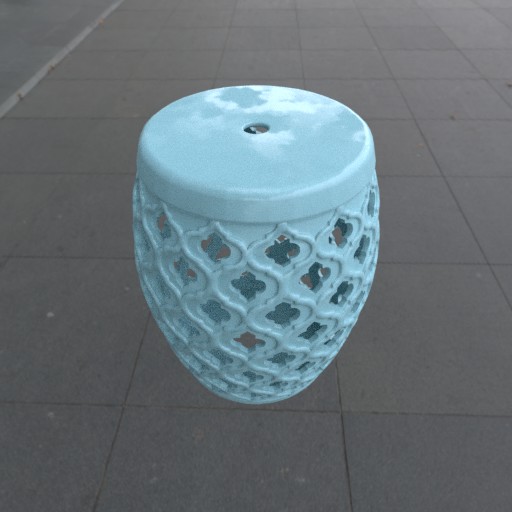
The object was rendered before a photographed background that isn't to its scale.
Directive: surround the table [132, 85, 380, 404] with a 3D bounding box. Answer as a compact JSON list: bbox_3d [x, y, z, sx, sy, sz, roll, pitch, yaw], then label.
[{"bbox_3d":[0.000,0.000,0.626,0.325,0.388,0.325,0,42,0],"label":"table"}]
